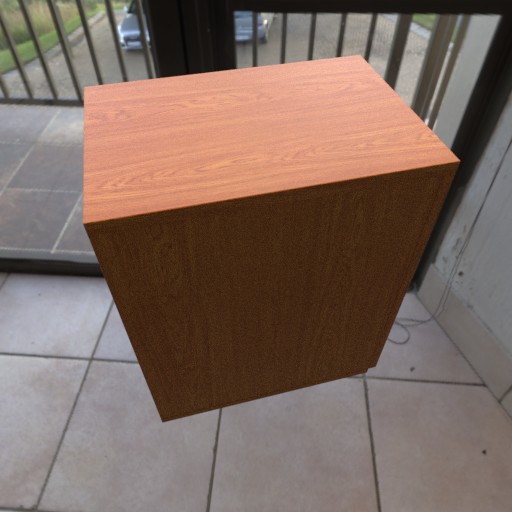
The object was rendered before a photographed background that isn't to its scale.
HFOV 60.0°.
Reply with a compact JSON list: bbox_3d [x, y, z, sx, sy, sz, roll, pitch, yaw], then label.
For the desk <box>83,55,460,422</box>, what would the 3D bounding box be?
[{"bbox_3d":[0.000,0.000,1.067,0.600,0.730,0.404,-11,49,-10],"label":"desk"}]
